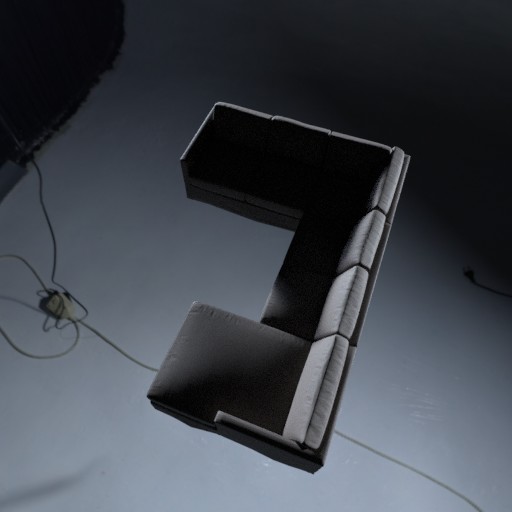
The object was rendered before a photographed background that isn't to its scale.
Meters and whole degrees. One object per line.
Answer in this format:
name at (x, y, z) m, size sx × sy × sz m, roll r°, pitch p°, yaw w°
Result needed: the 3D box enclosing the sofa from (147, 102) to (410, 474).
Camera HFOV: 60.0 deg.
sofa at (0.000, 0.000, 4.621) m, size 2.427 × 0.882 × 3.460 m, roll 18°, pitch 61°, yaw 11°
